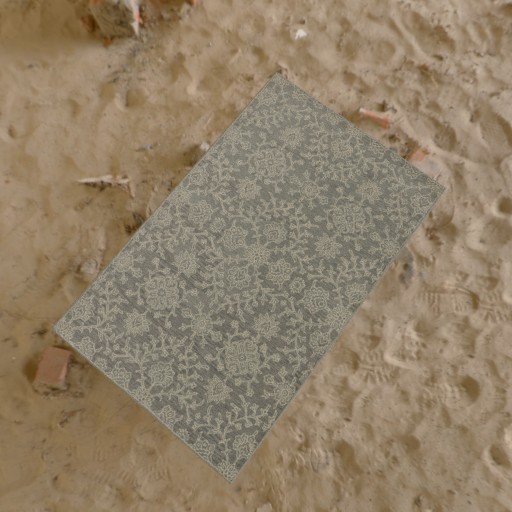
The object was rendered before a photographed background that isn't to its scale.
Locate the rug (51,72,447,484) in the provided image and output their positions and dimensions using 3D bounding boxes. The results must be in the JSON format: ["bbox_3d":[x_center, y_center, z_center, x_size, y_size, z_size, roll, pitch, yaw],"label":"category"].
[{"bbox_3d":[0.000,0.000,3.011,1.515,0.010,2.430,37,80,8],"label":"rug"}]
